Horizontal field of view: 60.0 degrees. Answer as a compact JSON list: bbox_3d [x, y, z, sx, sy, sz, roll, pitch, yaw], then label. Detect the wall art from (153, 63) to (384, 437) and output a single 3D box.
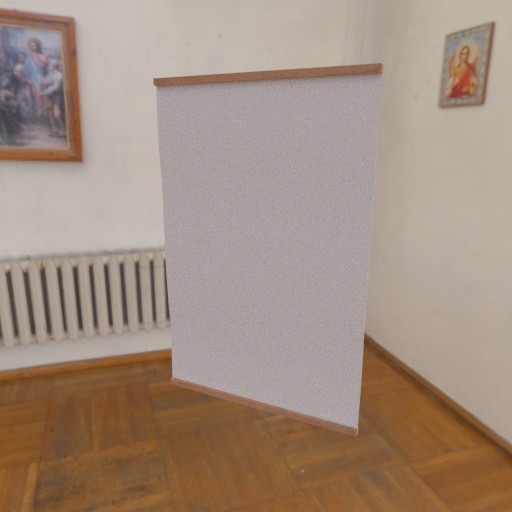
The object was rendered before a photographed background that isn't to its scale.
[{"bbox_3d":[0.000,0.000,0.658,0.332,0.508,0.012,7,17,25],"label":"wall art"}]
